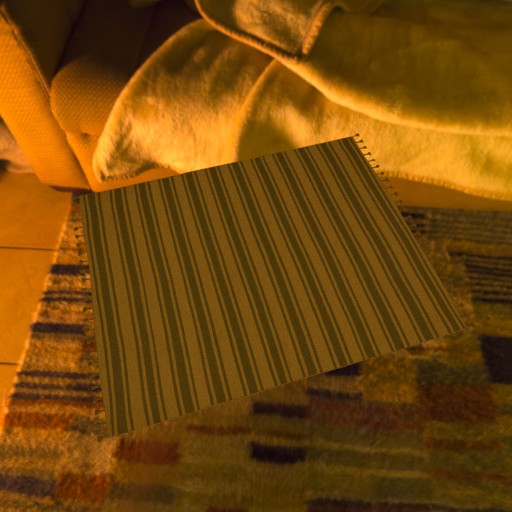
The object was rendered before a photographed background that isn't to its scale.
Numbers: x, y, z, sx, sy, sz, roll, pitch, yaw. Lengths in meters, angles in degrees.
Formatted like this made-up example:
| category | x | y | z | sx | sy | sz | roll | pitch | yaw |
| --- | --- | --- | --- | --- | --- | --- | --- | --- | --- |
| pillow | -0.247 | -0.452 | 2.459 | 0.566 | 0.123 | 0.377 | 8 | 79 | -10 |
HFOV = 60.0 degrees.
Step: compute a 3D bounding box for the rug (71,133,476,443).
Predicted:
| category | x | y | z | sx | sy | sz | roll | pitch | yaw |
| --- | --- | --- | --- | --- | --- | --- | --- | --- | --- |
| rug | 0.000 | 0.000 | 4.123 | 3.201 | 0.005 | 2.439 | -14 | 59 | -9 |
